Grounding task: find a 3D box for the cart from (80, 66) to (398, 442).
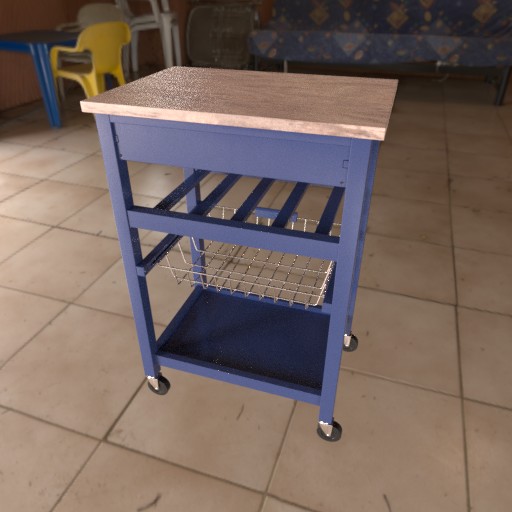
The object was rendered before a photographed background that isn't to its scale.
[{"bbox_3d":[0.000,0.000,1.166,0.584,0.839,0.403,10,34,15],"label":"cart"}]
